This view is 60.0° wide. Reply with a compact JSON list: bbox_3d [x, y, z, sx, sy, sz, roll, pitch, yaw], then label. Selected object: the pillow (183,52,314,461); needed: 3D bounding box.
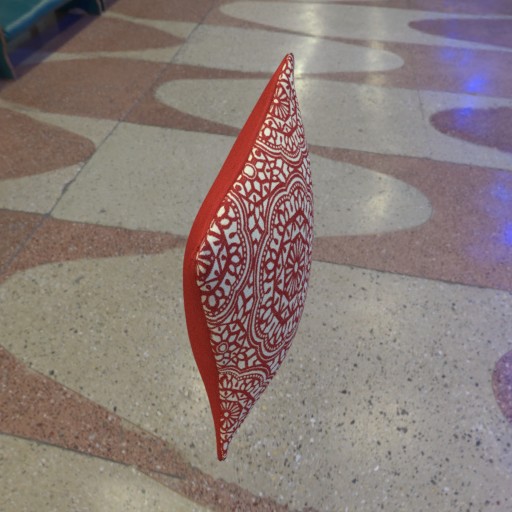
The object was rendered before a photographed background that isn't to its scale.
[{"bbox_3d":[0.000,0.000,0.646,0.162,0.419,0.438,9,46,9],"label":"pillow"}]
